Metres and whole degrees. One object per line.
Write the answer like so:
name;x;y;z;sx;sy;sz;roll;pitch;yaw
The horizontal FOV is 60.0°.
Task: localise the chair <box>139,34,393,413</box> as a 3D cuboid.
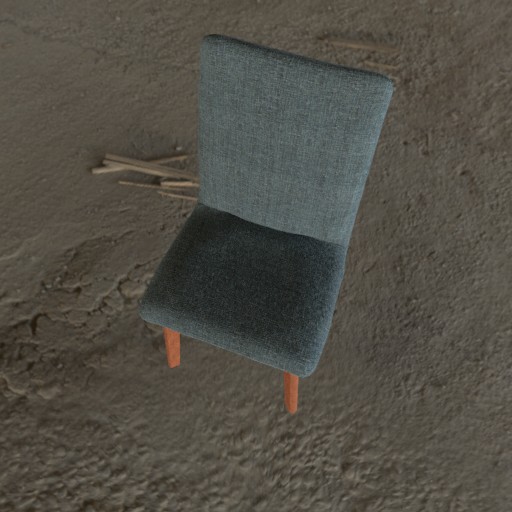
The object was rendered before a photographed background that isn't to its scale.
chair;0.000;0.000;1.286;0.522;0.974;0.563;18;60;11
